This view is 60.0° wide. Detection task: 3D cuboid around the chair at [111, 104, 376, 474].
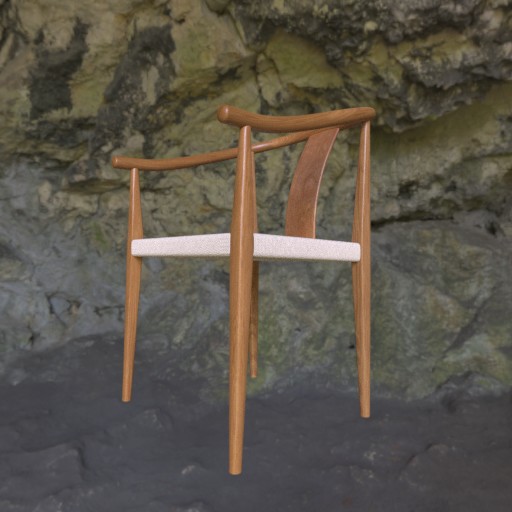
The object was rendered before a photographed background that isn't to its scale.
[{"bbox_3d":[0.000,0.000,1.174,0.579,0.800,0.556,0,0,-38],"label":"chair"}]
